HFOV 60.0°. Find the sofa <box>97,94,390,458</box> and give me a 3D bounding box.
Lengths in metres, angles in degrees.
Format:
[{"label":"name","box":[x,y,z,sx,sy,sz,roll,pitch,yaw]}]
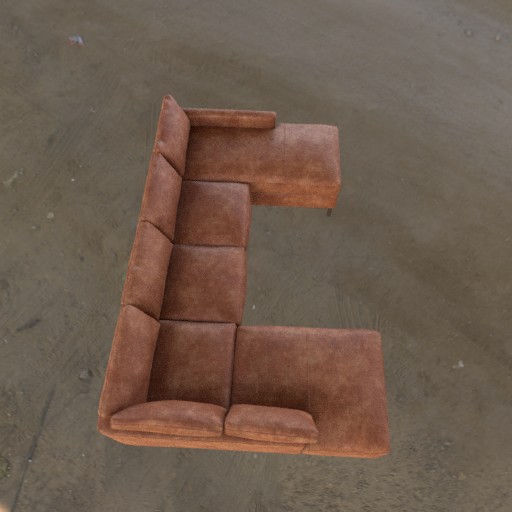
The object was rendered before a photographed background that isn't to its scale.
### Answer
[{"label":"sofa","box":[0.000,0.000,3.688,1.939,0.900,2.956,3,62,1]}]
